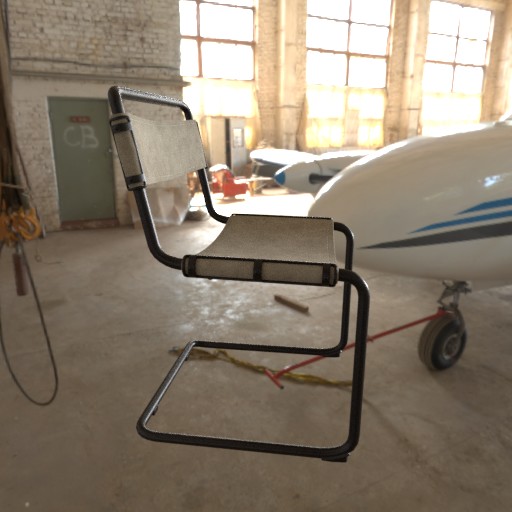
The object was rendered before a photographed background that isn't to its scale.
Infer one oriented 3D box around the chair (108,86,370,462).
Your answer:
[{"bbox_3d":[0.000,0.000,1.075,0.497,0.747,0.499,2,16,8],"label":"chair"}]
